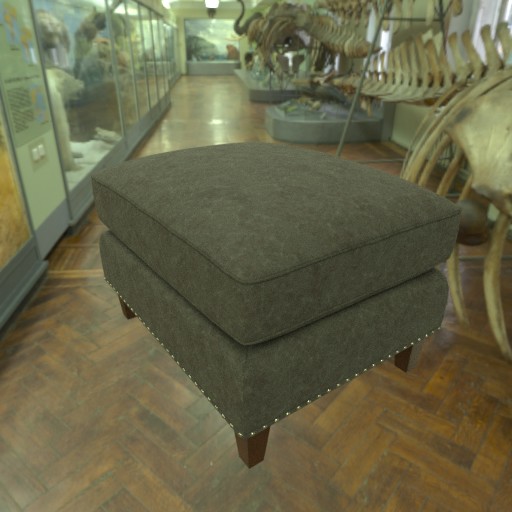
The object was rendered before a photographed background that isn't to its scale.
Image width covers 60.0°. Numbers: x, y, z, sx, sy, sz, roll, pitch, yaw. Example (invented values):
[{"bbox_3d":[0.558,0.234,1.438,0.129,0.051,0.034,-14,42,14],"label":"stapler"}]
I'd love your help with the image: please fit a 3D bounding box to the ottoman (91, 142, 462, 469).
[{"bbox_3d":[0.000,0.000,1.128,0.584,0.513,0.741,-17,30,-32],"label":"ottoman"}]
